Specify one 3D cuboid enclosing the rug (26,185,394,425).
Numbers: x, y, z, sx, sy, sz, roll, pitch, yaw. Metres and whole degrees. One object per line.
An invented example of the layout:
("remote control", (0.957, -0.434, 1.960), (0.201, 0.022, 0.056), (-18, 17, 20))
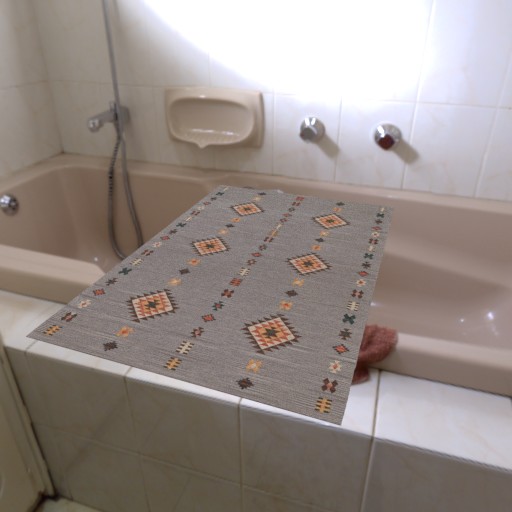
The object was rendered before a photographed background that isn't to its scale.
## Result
("rug", (0.000, 0.000, 2.267), (1.217, 0.005, 1.818), (10, 30, 18))
